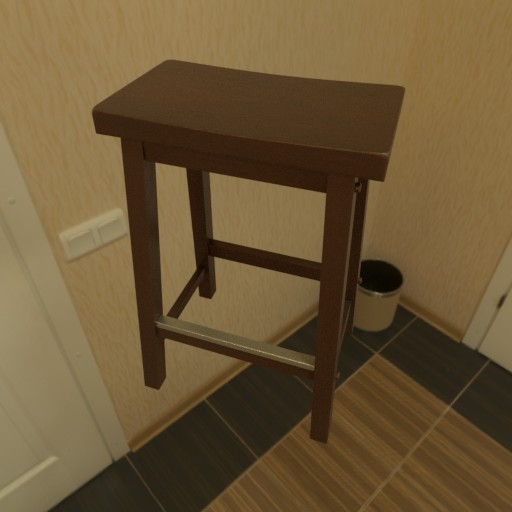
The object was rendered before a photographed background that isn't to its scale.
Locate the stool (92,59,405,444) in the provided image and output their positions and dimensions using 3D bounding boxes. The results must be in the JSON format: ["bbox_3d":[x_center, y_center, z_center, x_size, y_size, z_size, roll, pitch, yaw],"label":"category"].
[{"bbox_3d":[0.000,0.000,0.840,0.406,0.610,0.322,13,42,14],"label":"stool"}]
